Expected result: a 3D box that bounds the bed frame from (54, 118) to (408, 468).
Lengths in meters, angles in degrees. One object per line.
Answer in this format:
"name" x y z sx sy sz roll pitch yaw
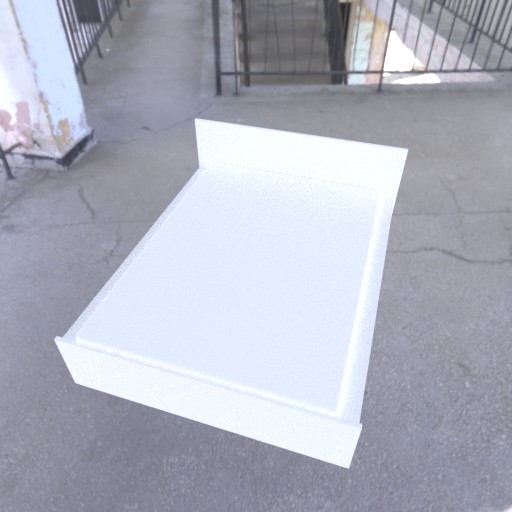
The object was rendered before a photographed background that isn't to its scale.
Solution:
"bed frame" 0.000 0.000 2.875 1.622 0.800 1.960 12 43 13
